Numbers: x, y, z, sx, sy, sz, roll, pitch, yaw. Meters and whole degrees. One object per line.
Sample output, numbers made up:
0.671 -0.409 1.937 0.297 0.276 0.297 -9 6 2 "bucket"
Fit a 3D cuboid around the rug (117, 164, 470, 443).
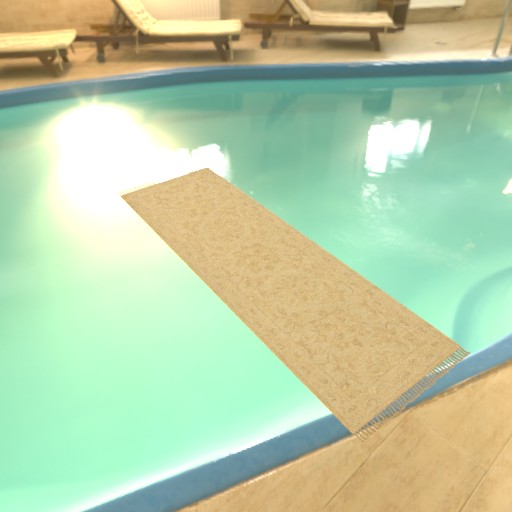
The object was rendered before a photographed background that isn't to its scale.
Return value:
0.000 0.000 2.841 0.795 0.015 2.544 -25 45 -28 "rug"
